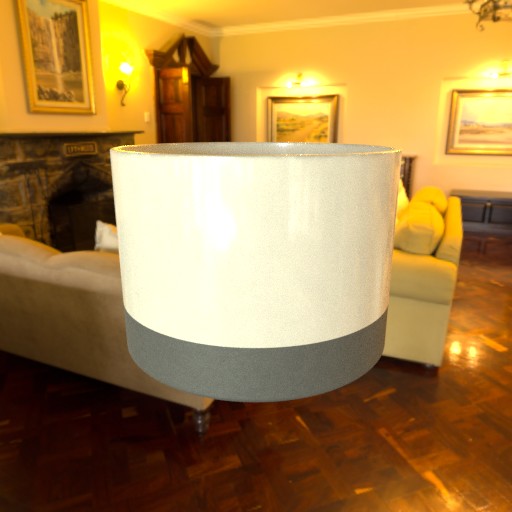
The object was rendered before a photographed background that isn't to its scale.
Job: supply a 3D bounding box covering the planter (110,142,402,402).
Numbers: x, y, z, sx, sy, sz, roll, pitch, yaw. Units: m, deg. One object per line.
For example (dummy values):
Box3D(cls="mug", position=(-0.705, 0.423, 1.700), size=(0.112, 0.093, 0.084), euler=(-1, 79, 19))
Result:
Box3D(cls="planter", position=(0.000, 0.000, 0.219), size=(0.128, 0.105, 0.128), euler=(0, 16, 0))
